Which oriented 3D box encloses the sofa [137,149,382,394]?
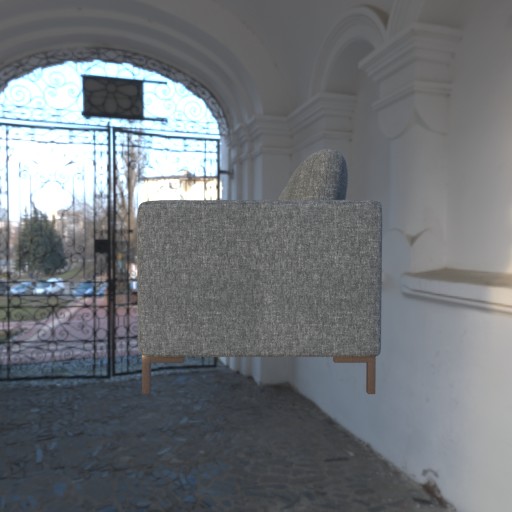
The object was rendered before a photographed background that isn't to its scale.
[{"bbox_3d":[0.000,0.000,2.603,0.859,0.874,2.218,0,2,0],"label":"sofa"}]
